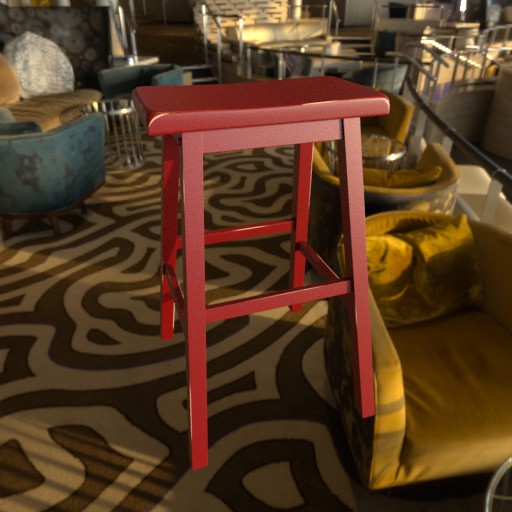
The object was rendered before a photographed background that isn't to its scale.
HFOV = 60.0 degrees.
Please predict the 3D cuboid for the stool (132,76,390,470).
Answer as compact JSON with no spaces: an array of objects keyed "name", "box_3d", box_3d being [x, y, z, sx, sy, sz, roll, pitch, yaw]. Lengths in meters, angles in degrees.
[{"name":"stool","box_3d":[0.000,0.000,1.037,0.457,0.737,0.476,-10,32,-16]}]
